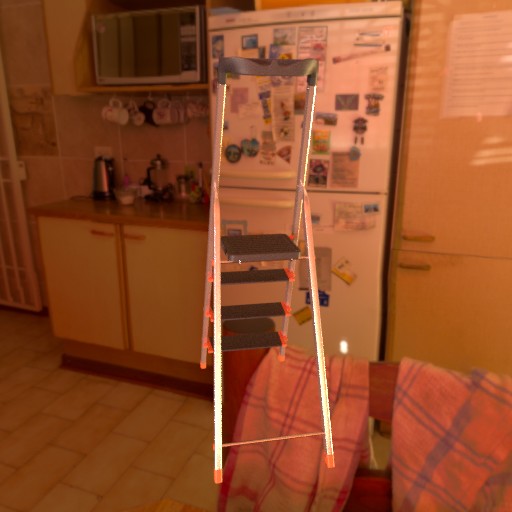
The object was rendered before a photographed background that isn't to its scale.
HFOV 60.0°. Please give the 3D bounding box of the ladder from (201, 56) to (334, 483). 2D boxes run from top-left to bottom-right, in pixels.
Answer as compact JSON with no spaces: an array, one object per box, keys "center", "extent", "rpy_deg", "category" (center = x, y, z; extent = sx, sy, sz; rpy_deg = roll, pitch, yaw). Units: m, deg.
[{"center":[0.000,0.000,1.810],"extent":[0.452,1.429,0.834],"rpy_deg":[-3,17,-10],"category":"ladder"}]
